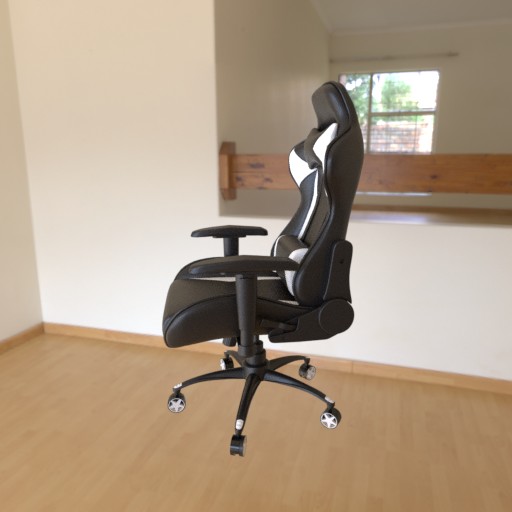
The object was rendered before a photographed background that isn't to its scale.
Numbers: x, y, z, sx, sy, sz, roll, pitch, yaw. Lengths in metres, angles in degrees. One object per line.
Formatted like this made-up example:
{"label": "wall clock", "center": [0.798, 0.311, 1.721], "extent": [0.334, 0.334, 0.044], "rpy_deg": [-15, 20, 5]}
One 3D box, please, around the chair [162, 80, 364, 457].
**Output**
{"label": "chair", "center": [0.000, 0.000, 1.727], "extent": [0.695, 1.285, 0.730], "rpy_deg": [-2, 13, -7]}
